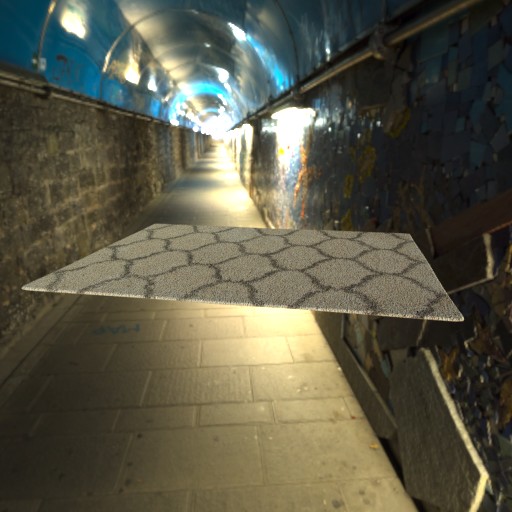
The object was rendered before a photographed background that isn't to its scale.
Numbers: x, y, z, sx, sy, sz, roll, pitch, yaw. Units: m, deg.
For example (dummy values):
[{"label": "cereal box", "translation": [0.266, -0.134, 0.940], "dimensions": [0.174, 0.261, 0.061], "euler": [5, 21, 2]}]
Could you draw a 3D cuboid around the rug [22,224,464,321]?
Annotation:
[{"label": "rug", "translation": [0.000, 0.000, 4.046], "dimensions": [3.000, 0.026, 2.399], "euler": [3, 16, 11]}]
